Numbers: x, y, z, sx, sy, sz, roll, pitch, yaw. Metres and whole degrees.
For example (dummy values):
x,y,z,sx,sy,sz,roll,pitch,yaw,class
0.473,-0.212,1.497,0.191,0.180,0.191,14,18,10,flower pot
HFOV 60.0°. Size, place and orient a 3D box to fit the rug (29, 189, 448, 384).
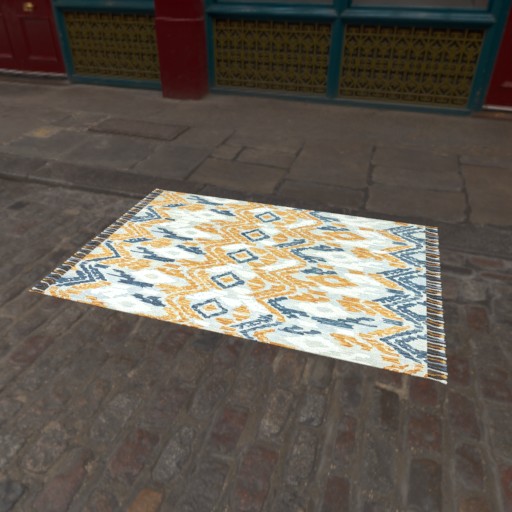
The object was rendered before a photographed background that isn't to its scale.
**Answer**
x,y,z,sx,sy,sz,roll,pitch,yaw,class
0.000,0.000,2.307,1.827,0.008,1.230,10,33,15,rug
